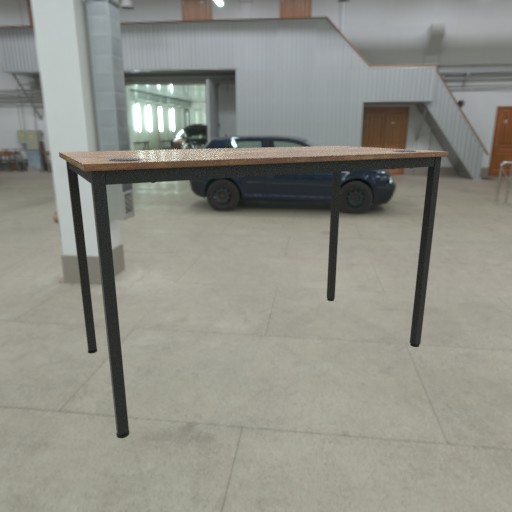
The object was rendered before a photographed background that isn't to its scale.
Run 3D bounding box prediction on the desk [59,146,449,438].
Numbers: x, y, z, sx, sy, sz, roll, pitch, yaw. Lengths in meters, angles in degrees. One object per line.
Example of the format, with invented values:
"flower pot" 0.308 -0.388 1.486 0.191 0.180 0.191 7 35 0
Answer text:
"desk" 0.000 0.000 1.626 1.200 0.749 0.600 -8 18 -27
